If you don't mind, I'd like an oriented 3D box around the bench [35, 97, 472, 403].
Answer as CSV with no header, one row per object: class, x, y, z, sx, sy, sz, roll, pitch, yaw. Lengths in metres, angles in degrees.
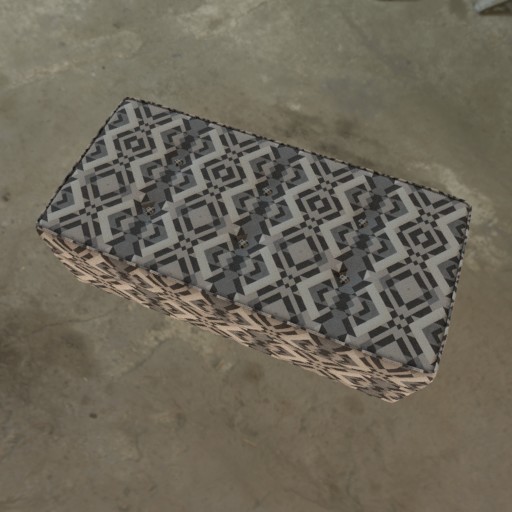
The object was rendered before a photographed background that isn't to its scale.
bench,0.000,0.000,1.303,1.016,0.477,0.492,20,66,9
